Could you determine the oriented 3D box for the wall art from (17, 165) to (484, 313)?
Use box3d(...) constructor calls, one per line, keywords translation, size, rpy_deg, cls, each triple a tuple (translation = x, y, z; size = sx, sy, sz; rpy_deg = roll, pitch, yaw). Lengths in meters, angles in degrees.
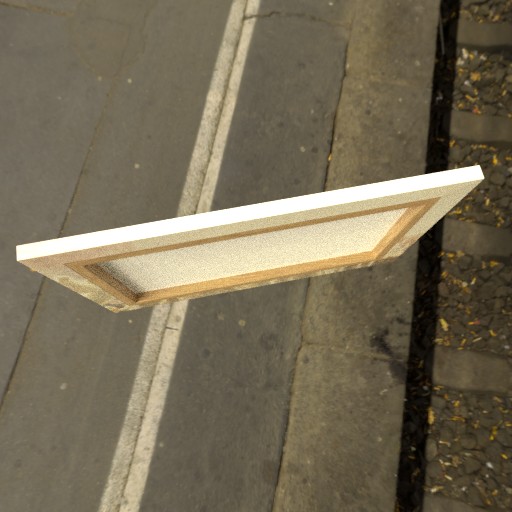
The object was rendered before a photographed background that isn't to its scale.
box3d(translation=(0.000, 0.000, 1.432), size=(1.142, 0.758, 0.041), rpy_deg=(-10, 74, -3), cls="wall art")
